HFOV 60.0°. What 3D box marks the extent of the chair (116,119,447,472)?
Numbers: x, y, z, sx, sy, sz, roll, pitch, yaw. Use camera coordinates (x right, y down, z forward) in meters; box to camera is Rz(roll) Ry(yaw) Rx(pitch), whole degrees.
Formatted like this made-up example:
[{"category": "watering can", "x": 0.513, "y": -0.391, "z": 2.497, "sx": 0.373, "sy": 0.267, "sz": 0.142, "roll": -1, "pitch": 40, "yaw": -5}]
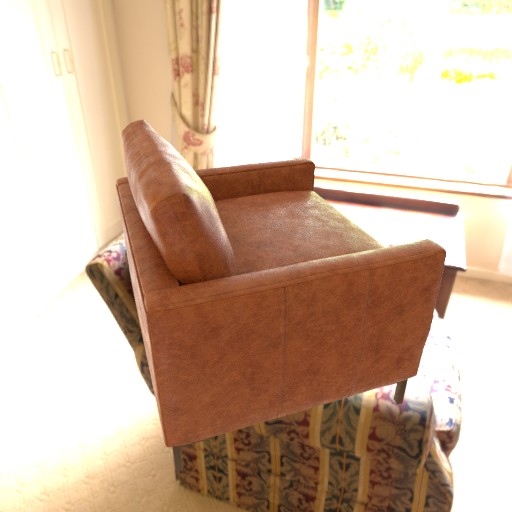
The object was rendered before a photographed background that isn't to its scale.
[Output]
[{"category": "chair", "x": 0.000, "y": 0.000, "z": 1.598, "sx": 0.862, "sy": 0.869, "sz": 0.967, "roll": -10, "pitch": 31, "yaw": -17}]
